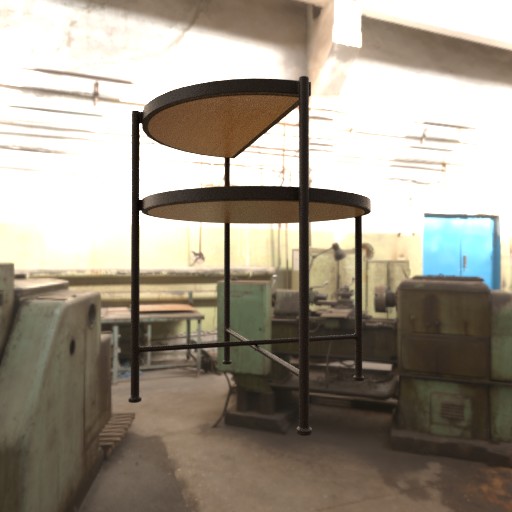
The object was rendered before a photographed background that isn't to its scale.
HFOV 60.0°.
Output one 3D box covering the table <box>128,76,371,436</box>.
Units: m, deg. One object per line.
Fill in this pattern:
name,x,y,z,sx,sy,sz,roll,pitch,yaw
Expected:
table,0.000,0.000,1.139,0.628,0.684,0.629,0,-1,-18
